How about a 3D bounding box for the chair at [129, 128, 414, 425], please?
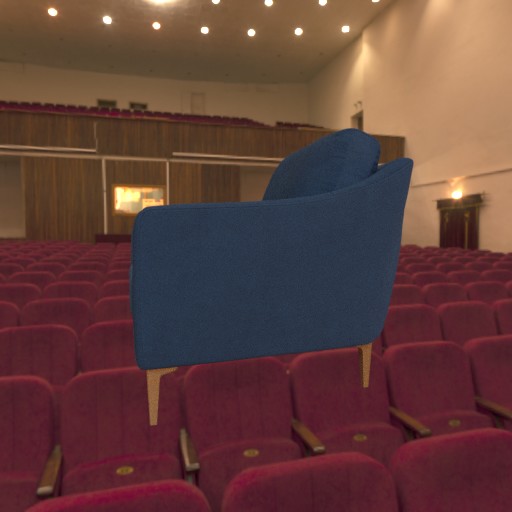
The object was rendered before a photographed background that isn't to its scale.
[{"bbox_3d":[0.000,0.000,1.744,0.961,0.899,0.987,0,2,-16],"label":"chair"}]
